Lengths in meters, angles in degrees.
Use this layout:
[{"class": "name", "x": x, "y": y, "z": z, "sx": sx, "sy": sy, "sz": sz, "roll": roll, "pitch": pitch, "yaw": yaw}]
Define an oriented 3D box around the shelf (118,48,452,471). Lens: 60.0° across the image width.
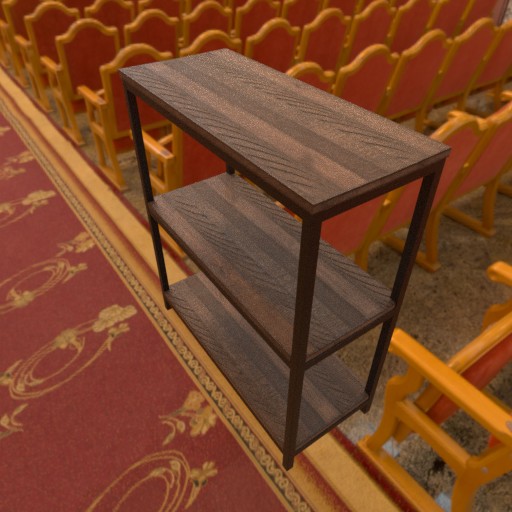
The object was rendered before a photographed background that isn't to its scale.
[{"class": "shelf", "x": 0.000, "y": 0.000, "z": 1.344, "sx": 0.352, "sy": 0.947, "sz": 0.822, "roll": -24, "pitch": 46, "yaw": -26}]
